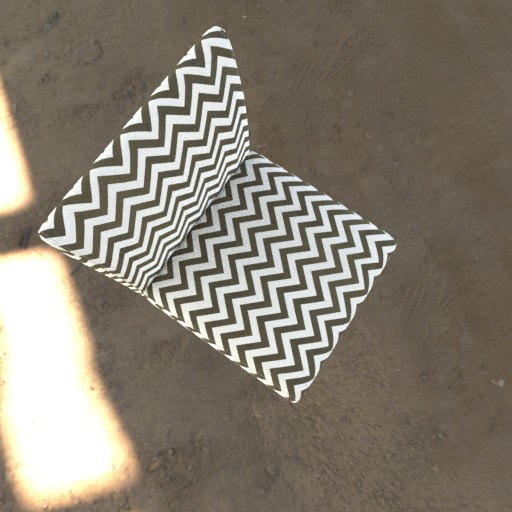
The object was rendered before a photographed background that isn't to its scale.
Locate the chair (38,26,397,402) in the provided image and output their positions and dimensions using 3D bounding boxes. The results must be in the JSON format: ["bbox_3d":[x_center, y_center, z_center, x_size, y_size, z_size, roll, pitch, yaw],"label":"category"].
[{"bbox_3d":[0.000,0.000,1.262,0.648,0.838,0.589,34,78,8],"label":"chair"}]
